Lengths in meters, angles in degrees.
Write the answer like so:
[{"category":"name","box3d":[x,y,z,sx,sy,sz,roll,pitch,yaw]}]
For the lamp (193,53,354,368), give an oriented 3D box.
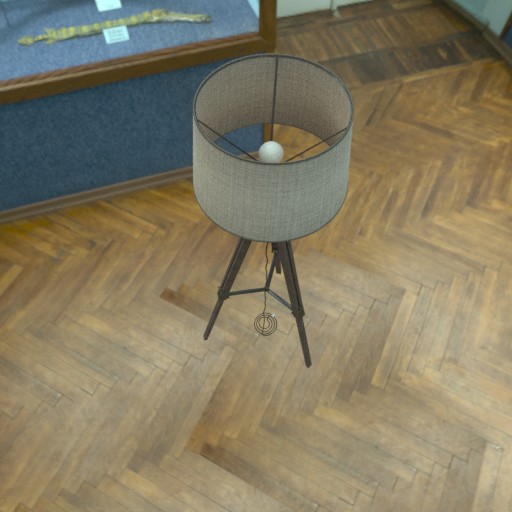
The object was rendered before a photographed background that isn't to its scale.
[{"category":"lamp","box3d":[0.000,0.000,1.801,0.587,1.510,0.604,-13,60,-8]}]
